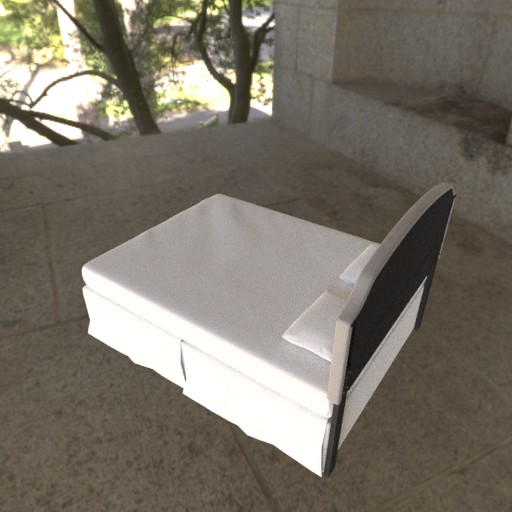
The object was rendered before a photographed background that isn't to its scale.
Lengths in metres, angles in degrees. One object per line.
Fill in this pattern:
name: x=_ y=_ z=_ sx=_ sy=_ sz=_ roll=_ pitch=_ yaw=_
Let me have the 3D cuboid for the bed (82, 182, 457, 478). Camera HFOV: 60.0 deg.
bed: x=0.000 y=0.000 z=2.969 sx=1.999 sy=1.270 sz=1.558 roll=21 pitch=38 yaw=29
